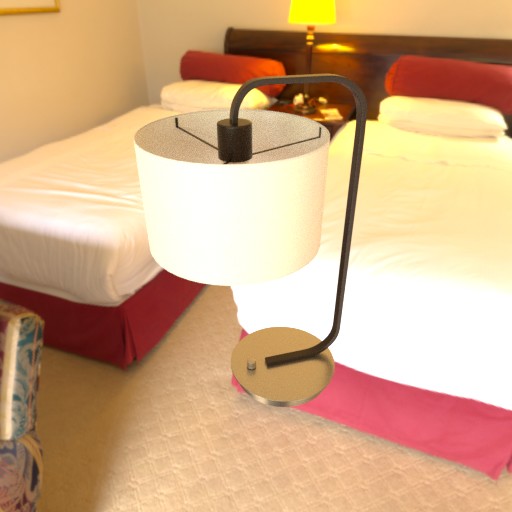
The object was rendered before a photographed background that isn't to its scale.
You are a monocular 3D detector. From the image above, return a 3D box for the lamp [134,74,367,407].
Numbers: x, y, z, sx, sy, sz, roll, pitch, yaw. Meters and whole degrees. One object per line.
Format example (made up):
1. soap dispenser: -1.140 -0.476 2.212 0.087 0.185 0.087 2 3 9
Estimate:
1. lamp: 0.000 0.000 0.627 0.288 0.473 0.230 -8 32 -14
